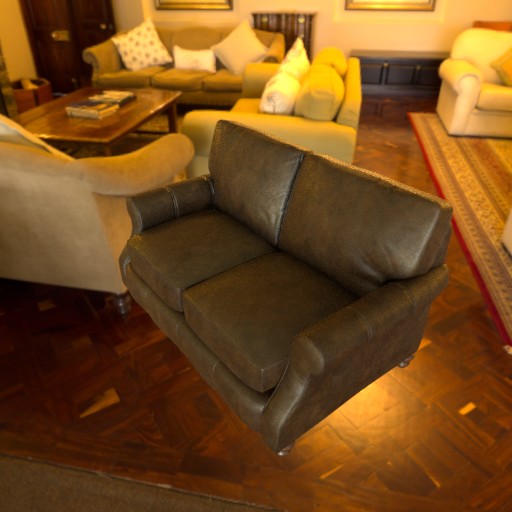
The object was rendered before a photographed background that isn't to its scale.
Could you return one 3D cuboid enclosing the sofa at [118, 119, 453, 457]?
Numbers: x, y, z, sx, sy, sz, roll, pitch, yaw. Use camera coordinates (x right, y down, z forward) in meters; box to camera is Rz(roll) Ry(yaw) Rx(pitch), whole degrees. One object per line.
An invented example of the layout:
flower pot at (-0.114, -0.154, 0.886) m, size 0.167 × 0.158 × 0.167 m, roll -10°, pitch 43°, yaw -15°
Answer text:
sofa at (0.000, 0.000, 2.236) m, size 0.990 × 0.976 × 1.616 m, roll -22°, pitch 39°, yaw -31°
